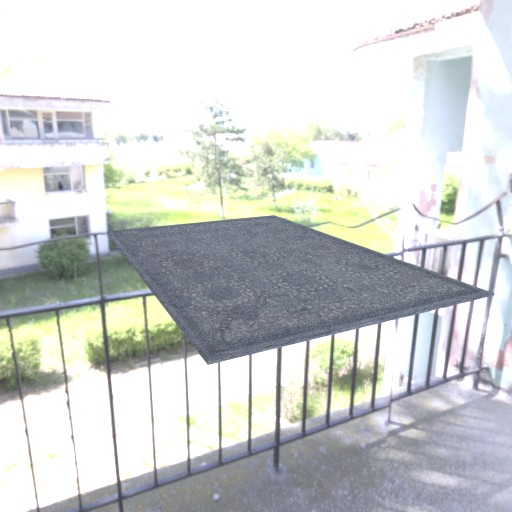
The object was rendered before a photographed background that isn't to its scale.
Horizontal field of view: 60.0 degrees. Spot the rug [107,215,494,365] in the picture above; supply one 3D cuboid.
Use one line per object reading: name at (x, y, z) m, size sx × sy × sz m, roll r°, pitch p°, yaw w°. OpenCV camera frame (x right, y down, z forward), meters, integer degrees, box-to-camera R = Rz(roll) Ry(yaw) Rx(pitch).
rug at (0.000, 0.000, 2.282) m, size 1.208 × 0.012 × 1.819 m, roll -8°, pitch 18°, yaw -25°
